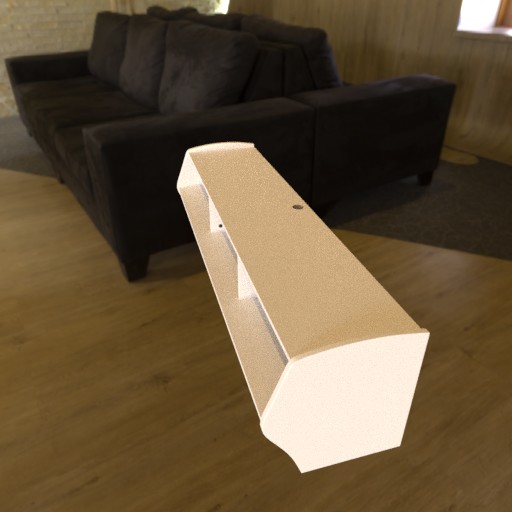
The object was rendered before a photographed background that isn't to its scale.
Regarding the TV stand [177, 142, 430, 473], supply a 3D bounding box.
[{"bbox_3d":[0.000,0.000,1.661,0.397,0.424,1.473,-9,32,-14],"label":"TV stand"}]
